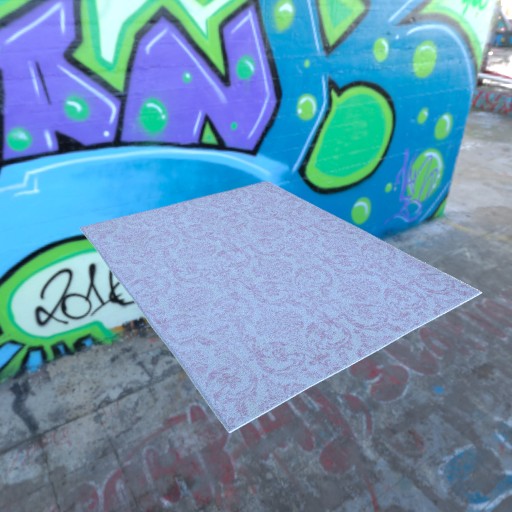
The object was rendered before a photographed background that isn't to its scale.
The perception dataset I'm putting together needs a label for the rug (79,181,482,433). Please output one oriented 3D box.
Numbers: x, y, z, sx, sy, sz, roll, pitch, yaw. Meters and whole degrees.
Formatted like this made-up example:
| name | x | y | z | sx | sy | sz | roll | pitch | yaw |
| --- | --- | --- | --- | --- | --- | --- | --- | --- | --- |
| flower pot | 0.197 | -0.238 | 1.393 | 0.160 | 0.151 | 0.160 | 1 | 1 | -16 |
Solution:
| name | x | y | z | sx | sy | sz | roll | pitch | yaw |
| --- | --- | --- | --- | --- | --- | --- | --- | --- | --- |
| rug | 0.000 | 0.000 | 4.043 | 2.363 | 0.012 | 2.980 | -19 | 35 | -29 |
